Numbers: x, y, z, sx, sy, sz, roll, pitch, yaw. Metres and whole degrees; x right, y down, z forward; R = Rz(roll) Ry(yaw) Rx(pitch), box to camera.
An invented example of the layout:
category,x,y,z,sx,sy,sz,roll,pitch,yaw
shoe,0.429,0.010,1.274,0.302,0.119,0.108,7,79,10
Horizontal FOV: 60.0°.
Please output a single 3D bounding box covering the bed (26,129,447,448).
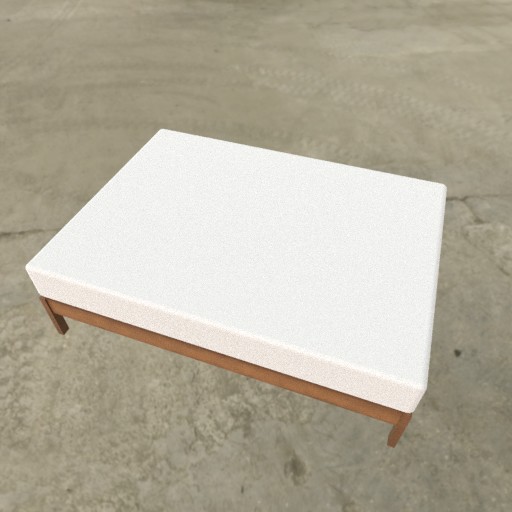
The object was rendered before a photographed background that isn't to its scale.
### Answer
category,x,y,z,sx,sy,sz,roll,pitch,yaw
bed,0.000,0.000,2.771,2.050,0.593,1.529,15,48,14
